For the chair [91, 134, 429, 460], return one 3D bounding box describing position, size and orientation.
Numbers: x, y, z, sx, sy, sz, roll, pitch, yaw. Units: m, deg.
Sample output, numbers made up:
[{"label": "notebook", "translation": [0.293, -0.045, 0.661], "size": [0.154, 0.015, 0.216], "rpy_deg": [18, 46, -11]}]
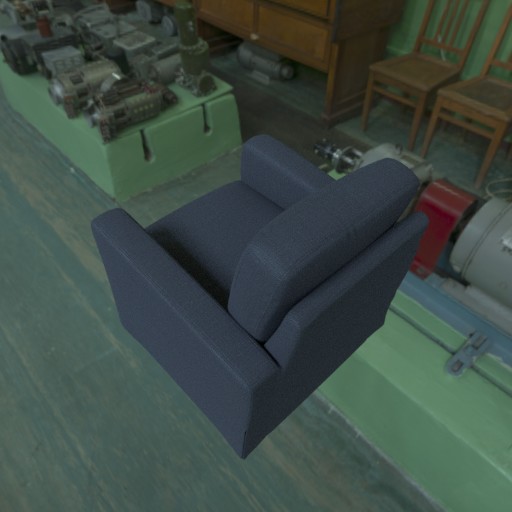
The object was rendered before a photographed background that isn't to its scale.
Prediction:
[{"label": "chair", "translation": [0.000, 0.000, 1.528], "size": [0.798, 0.855, 0.863], "rpy_deg": [-34, 55, -29]}]
